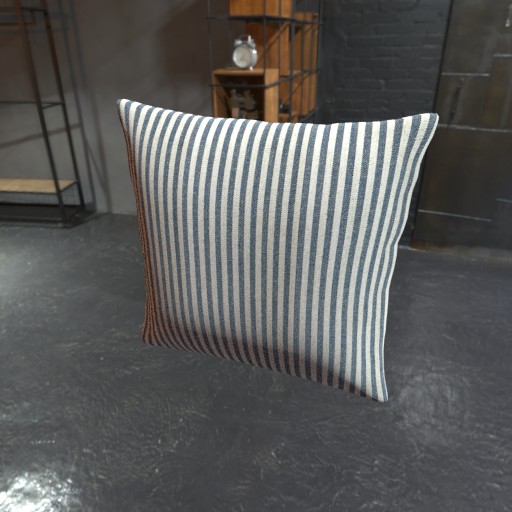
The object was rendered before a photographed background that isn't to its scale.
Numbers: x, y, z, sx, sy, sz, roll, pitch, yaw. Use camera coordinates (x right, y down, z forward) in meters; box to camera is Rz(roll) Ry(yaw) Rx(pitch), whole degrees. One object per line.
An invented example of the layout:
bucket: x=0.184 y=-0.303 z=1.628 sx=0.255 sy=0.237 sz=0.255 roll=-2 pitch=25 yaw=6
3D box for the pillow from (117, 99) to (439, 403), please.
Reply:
pillow: x=0.000 y=0.000 z=0.787 sx=0.523 sy=0.510 sz=0.166 roll=9 pitch=27 yaw=18
